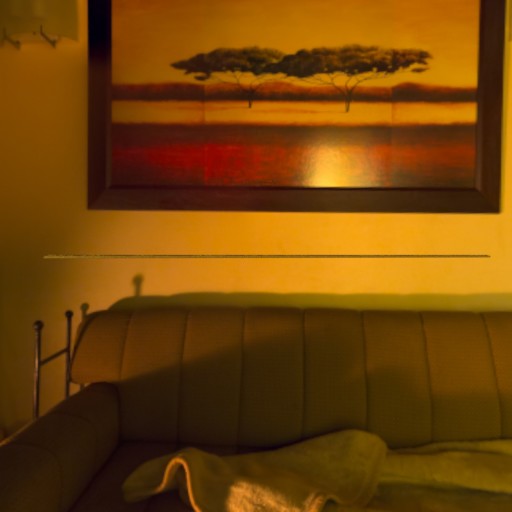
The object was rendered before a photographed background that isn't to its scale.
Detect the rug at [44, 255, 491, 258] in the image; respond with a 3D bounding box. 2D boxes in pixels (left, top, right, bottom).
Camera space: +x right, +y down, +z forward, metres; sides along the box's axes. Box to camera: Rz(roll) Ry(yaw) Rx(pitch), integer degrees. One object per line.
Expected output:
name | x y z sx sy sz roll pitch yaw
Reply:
rug | 0.000 0.000 2.282 1.824 0.012 1.206 0 0 -18
